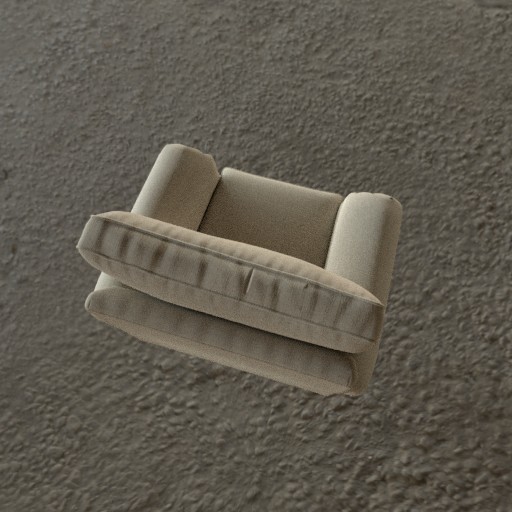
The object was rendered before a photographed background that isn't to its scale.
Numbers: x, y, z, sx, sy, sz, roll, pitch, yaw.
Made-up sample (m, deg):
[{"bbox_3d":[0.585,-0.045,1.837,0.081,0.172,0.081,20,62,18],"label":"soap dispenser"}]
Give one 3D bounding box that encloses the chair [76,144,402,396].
[{"bbox_3d":[0.000,0.000,1.872,1.092,0.961,0.965,15,65,7],"label":"chair"}]
